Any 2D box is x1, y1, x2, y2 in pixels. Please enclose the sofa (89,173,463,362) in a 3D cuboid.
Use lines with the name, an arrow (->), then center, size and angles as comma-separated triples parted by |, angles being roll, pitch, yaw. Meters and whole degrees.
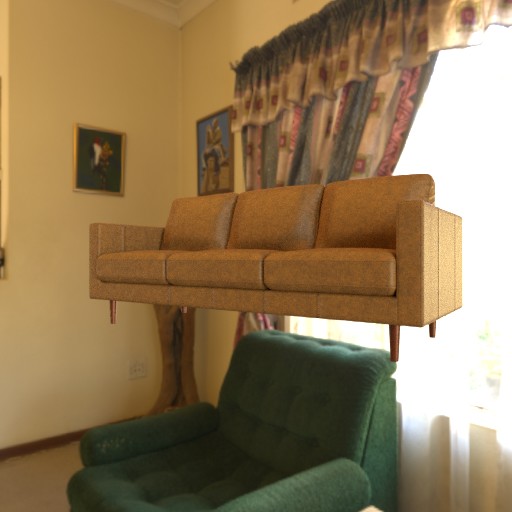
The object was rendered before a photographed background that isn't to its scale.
sofa -> 0.000, 0.000, 2.772 | 2.231, 0.930, 0.903 | 0, 0, 35
